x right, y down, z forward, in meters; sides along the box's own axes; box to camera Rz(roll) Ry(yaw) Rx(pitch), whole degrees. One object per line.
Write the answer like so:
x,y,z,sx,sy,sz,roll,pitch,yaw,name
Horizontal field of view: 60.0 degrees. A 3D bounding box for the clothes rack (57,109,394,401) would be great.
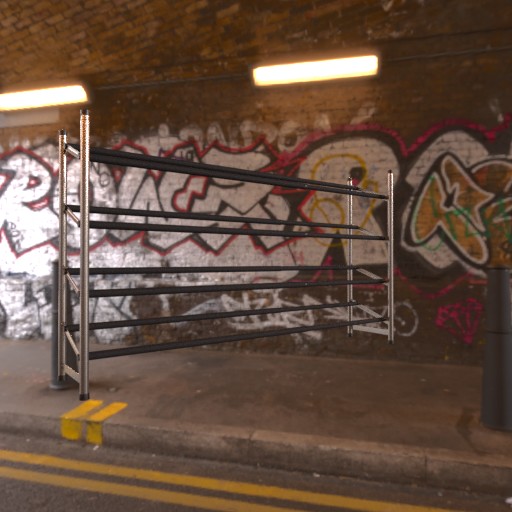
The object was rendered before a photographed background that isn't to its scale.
0.000,0.000,1.453,1.168,0.672,0.229,0,-1,-37,clothes rack
